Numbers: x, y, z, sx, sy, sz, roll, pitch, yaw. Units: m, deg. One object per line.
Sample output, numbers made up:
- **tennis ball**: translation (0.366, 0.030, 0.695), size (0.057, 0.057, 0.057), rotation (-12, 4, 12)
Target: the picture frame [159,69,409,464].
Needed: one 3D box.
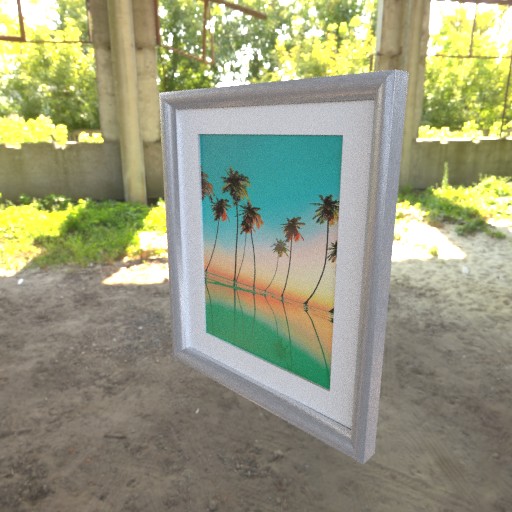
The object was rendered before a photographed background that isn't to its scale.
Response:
- **picture frame**: translation (0.000, 0.000, 0.522), size (0.327, 0.378, 0.027), rotation (15, 21, 42)
